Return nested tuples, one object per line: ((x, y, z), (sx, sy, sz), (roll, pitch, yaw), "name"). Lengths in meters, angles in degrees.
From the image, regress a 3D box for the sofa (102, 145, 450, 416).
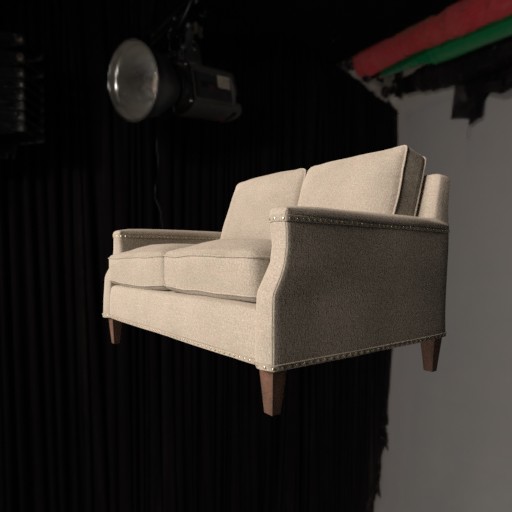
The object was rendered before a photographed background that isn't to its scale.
((0.000, 0.000, 2.272), (1.084, 1.003, 1.597), (0, 0, -37), "sofa")
